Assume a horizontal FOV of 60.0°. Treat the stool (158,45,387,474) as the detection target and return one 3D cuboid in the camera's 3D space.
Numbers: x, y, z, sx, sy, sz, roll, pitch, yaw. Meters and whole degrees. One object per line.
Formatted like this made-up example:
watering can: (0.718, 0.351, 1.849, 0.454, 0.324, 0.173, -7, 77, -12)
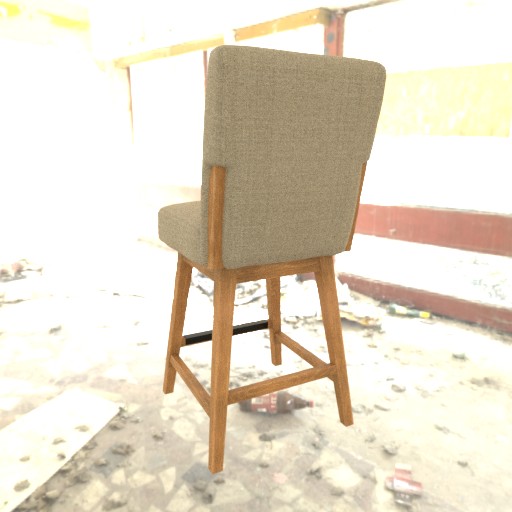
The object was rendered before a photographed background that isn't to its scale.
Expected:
stool: (0.000, 0.000, 1.281, 0.459, 1.010, 0.526, -7, 16, -27)
